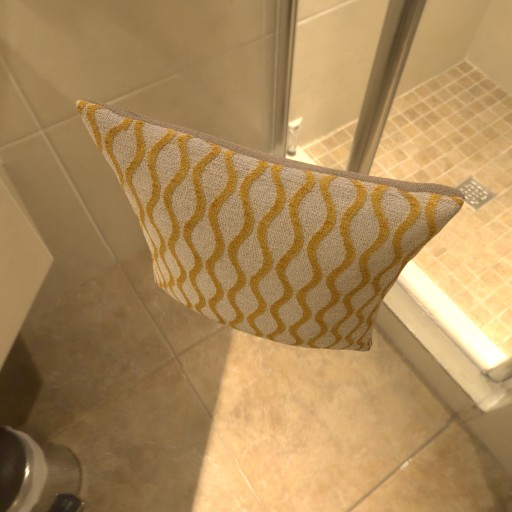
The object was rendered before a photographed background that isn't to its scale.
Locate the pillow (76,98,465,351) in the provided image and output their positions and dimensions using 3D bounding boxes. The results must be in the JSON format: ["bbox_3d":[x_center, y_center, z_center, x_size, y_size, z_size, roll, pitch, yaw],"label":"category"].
[{"bbox_3d":[0.000,0.000,0.640,0.429,0.436,0.159,16,61,9],"label":"pillow"}]
